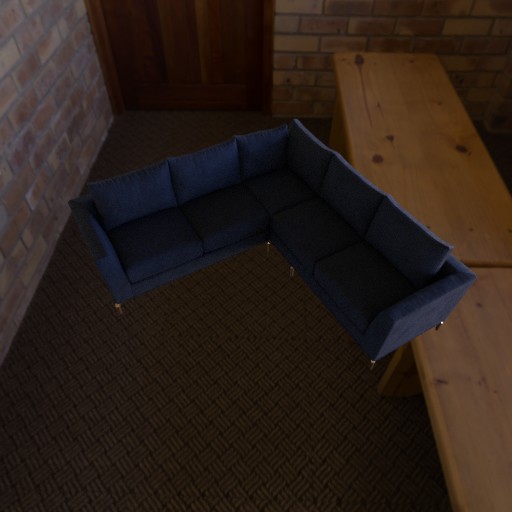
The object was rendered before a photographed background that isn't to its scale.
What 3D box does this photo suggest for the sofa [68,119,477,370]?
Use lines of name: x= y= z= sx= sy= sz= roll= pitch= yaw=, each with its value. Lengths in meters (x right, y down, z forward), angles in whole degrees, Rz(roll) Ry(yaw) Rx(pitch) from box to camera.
sofa: x=0.000 y=0.000 z=3.840 sx=2.472 sy=0.988 sz=2.463 roll=-23 pitch=51 yaw=-20
